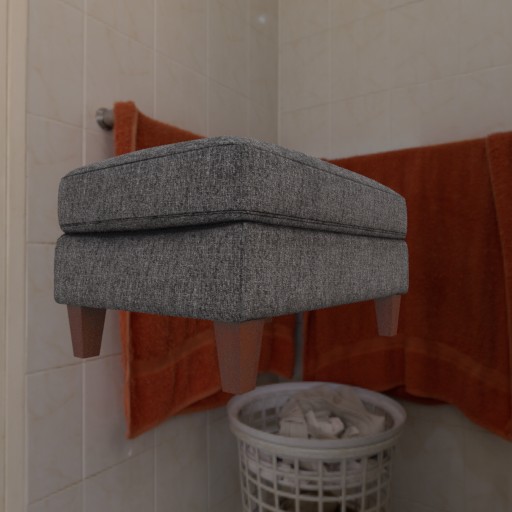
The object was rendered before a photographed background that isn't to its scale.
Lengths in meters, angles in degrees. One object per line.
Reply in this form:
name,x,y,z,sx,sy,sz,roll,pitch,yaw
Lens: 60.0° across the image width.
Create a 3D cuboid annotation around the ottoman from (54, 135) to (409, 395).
ottoman,0.000,0.000,1.214,0.584,0.483,0.864,0,-1,37
